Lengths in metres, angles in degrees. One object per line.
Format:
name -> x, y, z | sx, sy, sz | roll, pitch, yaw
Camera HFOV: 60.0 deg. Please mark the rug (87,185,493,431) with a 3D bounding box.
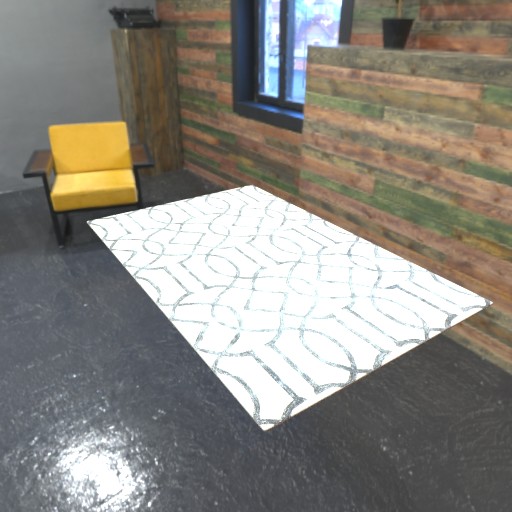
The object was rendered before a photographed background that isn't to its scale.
rug -> 0.000, 0.000, 2.894 | 1.521, 0.017, 2.365 | -18, 33, -30
